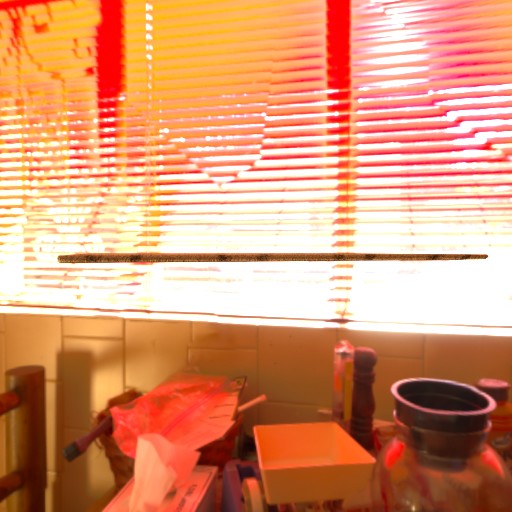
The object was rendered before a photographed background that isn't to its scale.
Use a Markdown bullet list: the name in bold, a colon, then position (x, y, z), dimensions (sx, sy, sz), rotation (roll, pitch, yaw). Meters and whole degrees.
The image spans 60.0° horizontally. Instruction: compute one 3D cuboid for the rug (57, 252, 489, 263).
- **rug**: position (0.000, 0.000, 2.117), dimensions (1.600, 0.025, 1.200), rotation (0, 1, -17)
